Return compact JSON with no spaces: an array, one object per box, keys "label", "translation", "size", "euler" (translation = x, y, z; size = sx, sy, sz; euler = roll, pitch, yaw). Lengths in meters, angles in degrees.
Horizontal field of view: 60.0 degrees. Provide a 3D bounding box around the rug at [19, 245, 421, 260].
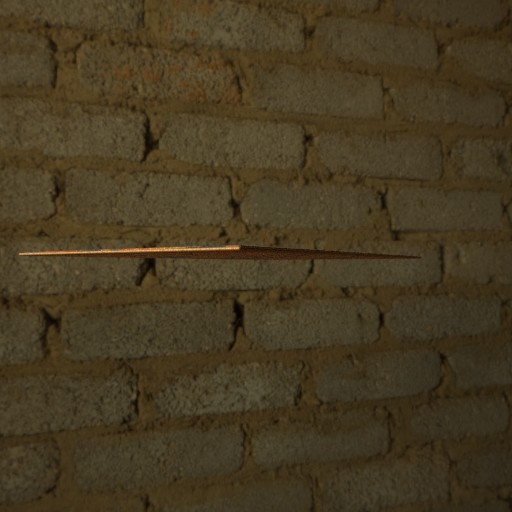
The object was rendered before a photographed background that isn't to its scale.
[{"label":"rug","translation":[0.000,0.000,1.081],"size":[0.557,0.008,0.863],"euler":[-1,-1,35]}]
